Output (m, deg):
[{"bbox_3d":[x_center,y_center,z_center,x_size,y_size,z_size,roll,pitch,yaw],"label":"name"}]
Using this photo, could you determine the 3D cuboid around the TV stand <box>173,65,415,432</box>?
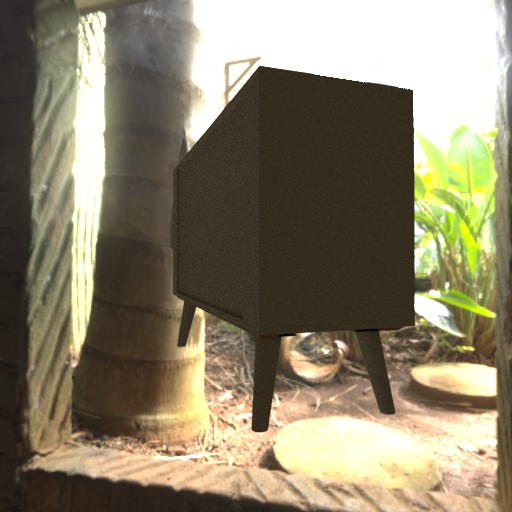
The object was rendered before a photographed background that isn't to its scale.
[{"bbox_3d":[0.000,0.000,1.581,0.406,0.812,1.193,0,-1,-19],"label":"TV stand"}]
